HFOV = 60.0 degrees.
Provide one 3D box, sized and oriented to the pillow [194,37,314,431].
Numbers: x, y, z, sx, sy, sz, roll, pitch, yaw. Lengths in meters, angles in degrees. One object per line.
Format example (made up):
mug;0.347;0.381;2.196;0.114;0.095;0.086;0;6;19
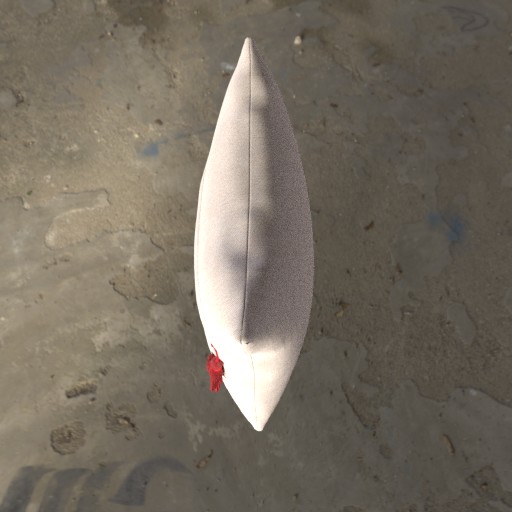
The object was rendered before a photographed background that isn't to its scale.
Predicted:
pillow;0.000;0.000;0.674;0.173;0.436;0.433;0;59;0
